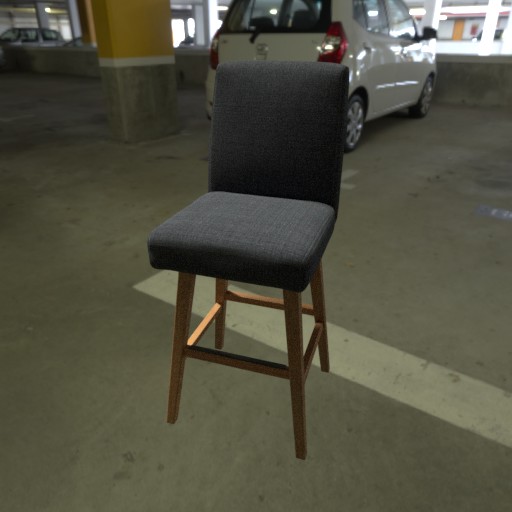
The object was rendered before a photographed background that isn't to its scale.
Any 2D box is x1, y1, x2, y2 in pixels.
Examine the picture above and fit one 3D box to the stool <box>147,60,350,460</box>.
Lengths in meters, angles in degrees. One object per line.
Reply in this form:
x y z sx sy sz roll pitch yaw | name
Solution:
0.000 0.000 1.403 0.483 1.112 0.570 8 28 16 | stool
